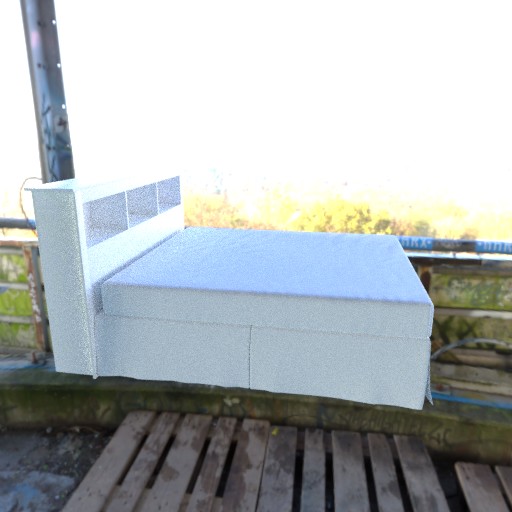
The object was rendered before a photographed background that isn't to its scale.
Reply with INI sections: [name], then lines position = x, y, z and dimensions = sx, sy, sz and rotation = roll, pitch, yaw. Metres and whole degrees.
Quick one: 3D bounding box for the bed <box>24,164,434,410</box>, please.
[bed]
position = 0.000, 0.000, 3.040
dimensions = 2.133, 1.092, 1.671
rotation = 3, 16, 10
